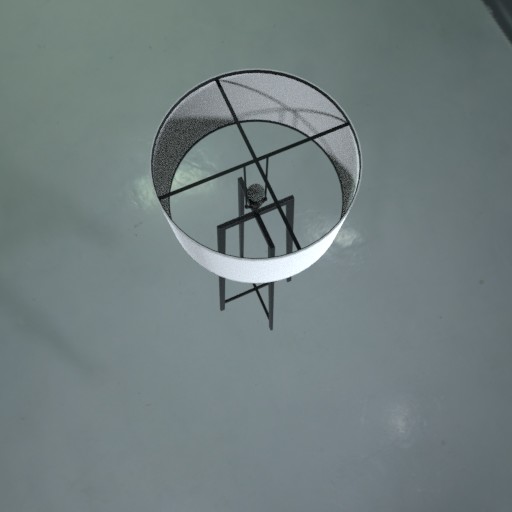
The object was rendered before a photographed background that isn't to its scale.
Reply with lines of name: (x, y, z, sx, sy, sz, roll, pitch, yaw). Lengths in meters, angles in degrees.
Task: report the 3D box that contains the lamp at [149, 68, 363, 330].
lamp: (0.000, 0.000, 1.678, 0.457, 1.510, 0.456, -23, 75, -6)
